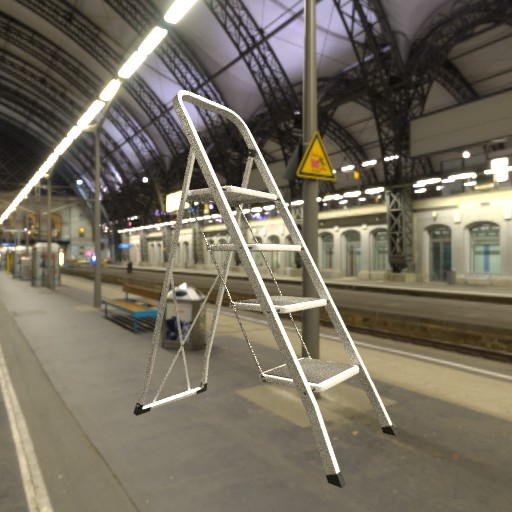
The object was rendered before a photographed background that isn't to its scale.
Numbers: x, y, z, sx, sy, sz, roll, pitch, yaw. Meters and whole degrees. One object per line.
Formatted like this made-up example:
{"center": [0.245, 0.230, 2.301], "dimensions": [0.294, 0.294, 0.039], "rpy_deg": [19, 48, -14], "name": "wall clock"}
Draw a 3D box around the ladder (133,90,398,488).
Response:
{"center": [0.000, 0.000, 1.661], "dimensions": [0.914, 1.265, 0.460], "rpy_deg": [0, 0, 36], "name": "ladder"}
